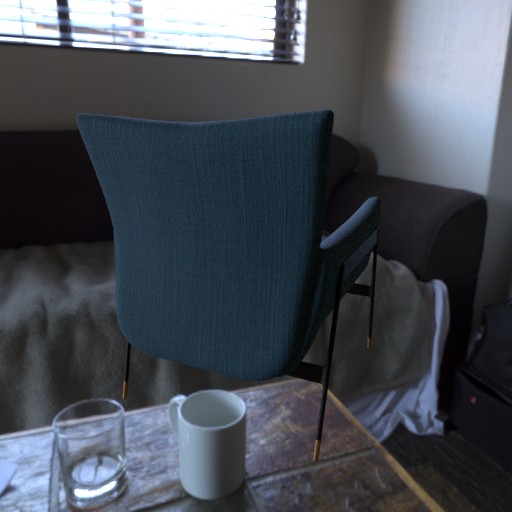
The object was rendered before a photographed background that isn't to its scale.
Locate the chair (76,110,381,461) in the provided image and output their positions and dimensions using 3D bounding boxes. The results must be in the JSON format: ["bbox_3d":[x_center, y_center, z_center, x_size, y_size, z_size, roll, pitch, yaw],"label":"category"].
[{"bbox_3d":[0.000,0.000,1.413,0.678,0.859,0.769,8,18,24],"label":"chair"}]
